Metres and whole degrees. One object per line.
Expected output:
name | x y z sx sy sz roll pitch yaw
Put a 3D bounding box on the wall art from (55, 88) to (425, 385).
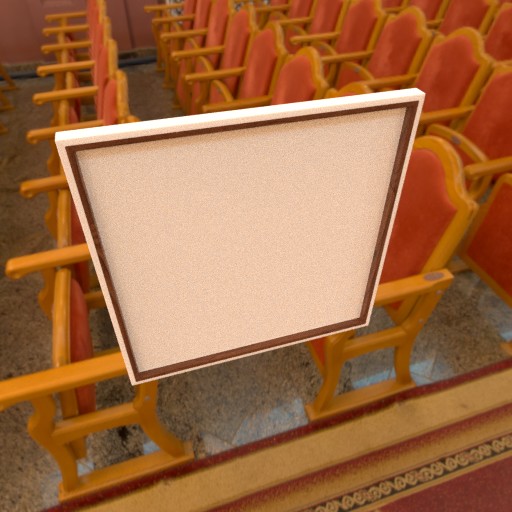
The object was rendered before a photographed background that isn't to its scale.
wall art | 0.000 0.000 1.127 0.757 0.757 0.037 -11 42 -13
